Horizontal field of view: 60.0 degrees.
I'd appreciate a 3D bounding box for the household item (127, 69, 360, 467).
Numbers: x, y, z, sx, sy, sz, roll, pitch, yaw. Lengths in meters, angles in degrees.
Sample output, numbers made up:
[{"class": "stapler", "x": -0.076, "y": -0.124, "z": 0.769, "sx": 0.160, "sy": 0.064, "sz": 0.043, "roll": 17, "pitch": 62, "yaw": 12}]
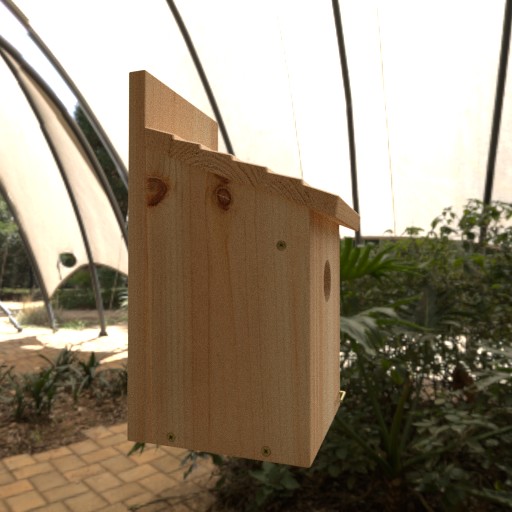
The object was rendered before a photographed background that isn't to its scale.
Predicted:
[{"class": "household item", "x": 0.000, "y": 0.000, "z": 0.401, "sx": 0.171, "sy": 0.300, "sz": 0.149, "roll": 0, "pitch": -1, "yaw": 19}]
